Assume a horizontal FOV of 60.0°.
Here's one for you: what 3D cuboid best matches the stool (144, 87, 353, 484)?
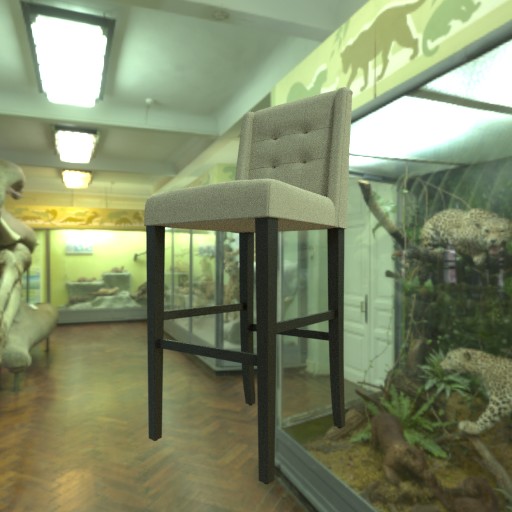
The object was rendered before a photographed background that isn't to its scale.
[{"bbox_3d":[0.000,0.000,1.399,0.474,1.116,0.509,0,-1,38],"label":"stool"}]
